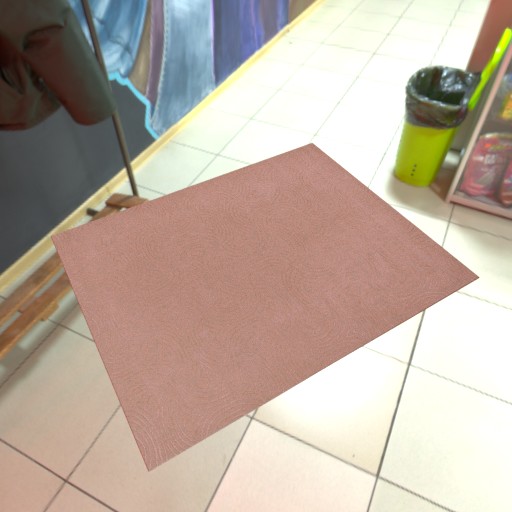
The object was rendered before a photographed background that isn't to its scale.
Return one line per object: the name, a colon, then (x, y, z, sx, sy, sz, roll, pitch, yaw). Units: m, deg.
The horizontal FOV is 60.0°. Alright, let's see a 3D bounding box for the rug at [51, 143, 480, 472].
rug: (0.000, 0.000, 3.398, 2.584, 0.011, 2.073, -24, 52, -21)
